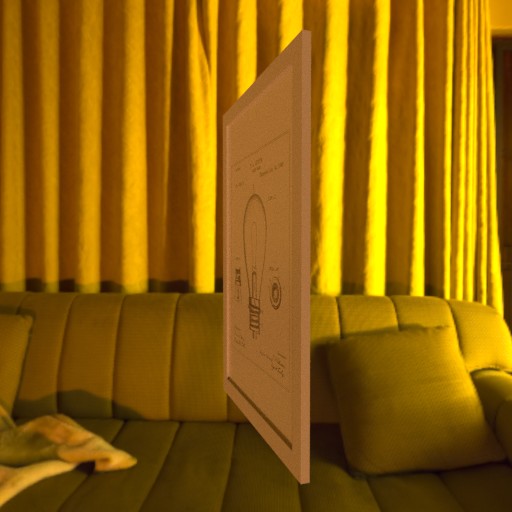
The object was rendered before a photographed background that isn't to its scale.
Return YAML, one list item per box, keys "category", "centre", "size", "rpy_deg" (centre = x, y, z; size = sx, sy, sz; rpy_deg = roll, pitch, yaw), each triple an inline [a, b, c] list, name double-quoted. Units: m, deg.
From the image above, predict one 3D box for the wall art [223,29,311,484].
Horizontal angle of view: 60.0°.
- category: "wall art"
  centre: [0.000, 0.000, 0.617]
  size: [0.010, 0.474, 0.325]
  rpy_deg: [-1, 2, -19]
